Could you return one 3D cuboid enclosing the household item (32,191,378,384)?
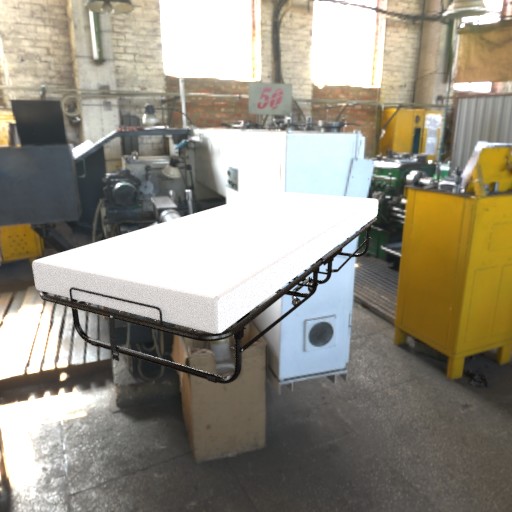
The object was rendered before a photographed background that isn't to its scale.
[{"bbox_3d":[0.000,0.000,2.164,0.787,0.356,1.905,8,18,26],"label":"household item"}]
